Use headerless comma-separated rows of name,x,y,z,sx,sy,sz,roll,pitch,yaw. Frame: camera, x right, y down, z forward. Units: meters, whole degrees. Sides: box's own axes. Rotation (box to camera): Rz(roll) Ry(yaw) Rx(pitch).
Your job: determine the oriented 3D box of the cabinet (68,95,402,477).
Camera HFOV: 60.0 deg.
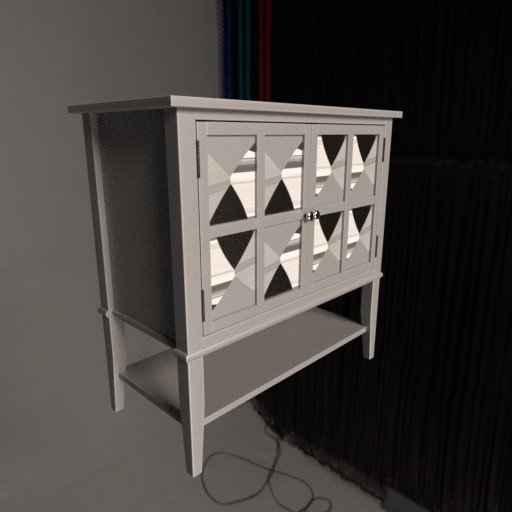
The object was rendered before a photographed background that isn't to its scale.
cabinet,0.000,0.000,1.236,0.396,0.780,0.801,15,21,42
